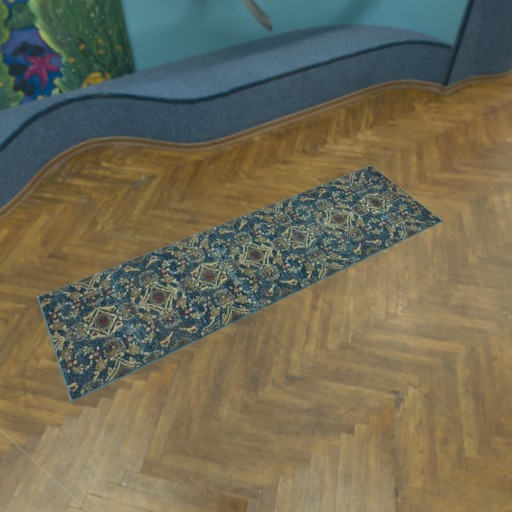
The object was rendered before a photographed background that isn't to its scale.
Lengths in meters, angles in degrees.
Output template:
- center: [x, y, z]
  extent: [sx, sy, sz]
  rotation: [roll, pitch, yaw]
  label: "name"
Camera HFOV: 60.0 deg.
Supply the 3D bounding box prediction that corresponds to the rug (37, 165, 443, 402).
- center: [0.000, 0.000, 2.544]
  extent: [2.292, 0.014, 0.685]
  rotation: [-24, 51, -20]
  label: "rug"
